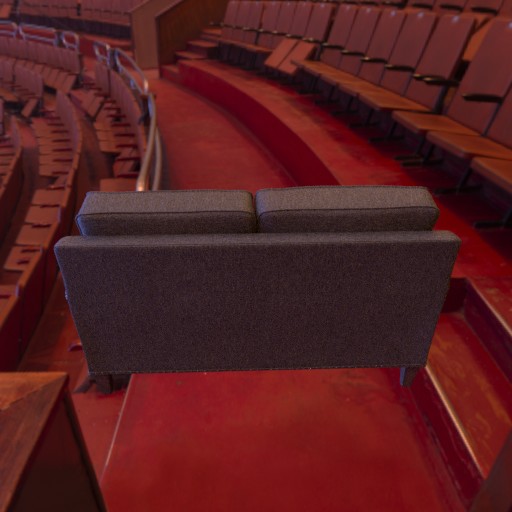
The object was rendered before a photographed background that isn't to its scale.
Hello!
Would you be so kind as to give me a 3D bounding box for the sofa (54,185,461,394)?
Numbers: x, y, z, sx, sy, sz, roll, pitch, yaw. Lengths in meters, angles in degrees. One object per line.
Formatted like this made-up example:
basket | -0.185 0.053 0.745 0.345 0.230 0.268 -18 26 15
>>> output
sofa | 0.000 0.000 2.251 1.597 1.003 1.084 -1 30 -2
